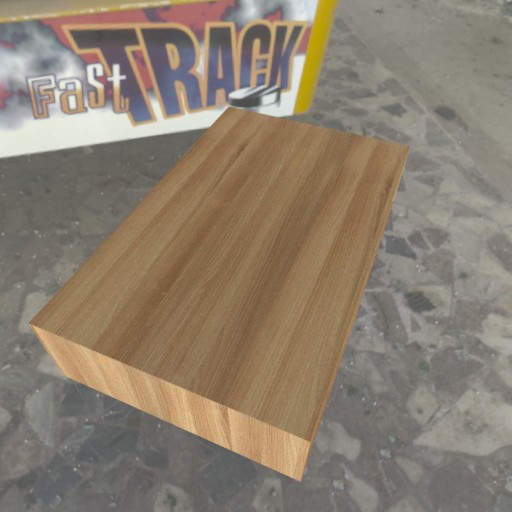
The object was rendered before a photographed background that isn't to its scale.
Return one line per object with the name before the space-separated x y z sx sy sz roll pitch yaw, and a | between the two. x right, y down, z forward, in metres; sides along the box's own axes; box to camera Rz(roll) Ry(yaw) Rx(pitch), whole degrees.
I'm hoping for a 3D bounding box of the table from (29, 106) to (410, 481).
table | 0.000 0.000 1.418 0.700 0.330 1.100 17 50 15
